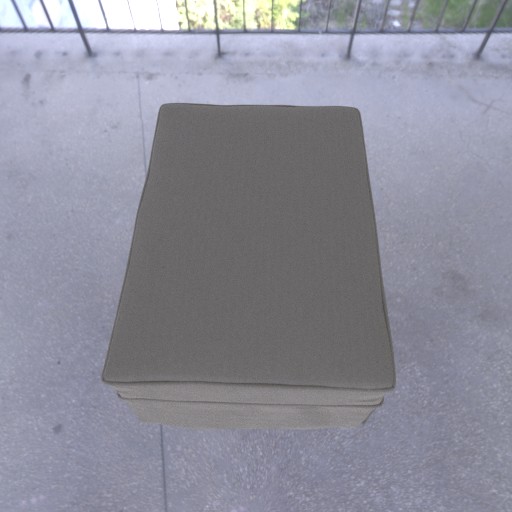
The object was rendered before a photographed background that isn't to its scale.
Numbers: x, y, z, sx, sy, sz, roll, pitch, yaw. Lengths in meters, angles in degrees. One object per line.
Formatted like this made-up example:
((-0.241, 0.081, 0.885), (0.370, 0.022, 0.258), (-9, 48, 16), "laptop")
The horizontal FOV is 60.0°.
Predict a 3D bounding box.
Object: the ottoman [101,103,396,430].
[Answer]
((0.000, 0.000, 1.348), (0.703, 0.479, 0.944), (1, 59, 1), "ottoman")
